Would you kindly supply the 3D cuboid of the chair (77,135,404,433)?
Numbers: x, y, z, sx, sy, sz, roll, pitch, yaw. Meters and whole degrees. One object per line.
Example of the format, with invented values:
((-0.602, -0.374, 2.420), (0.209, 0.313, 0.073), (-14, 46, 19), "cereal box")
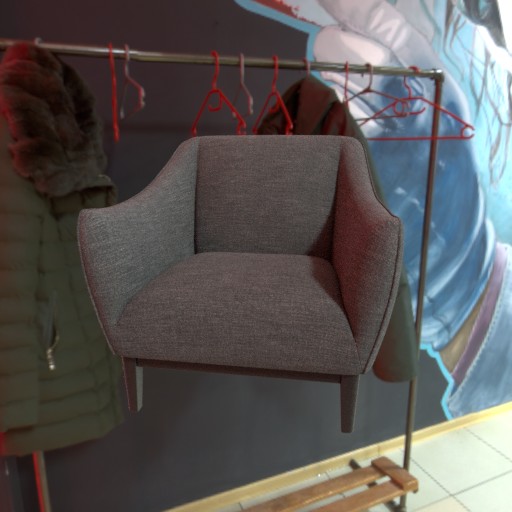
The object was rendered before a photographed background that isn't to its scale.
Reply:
((0.000, 0.000, 1.549), (0.870, 0.829, 0.851), (2, 14, 9), "chair")
